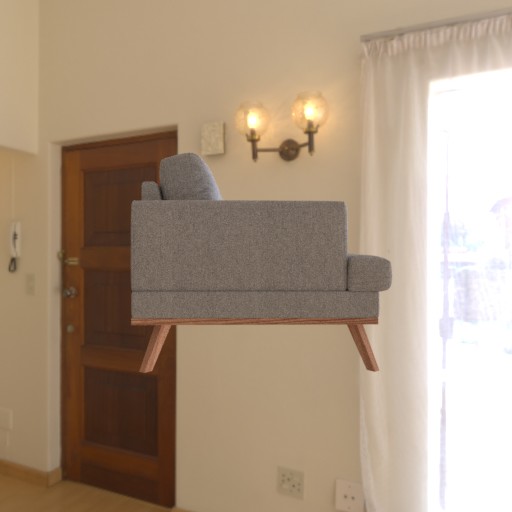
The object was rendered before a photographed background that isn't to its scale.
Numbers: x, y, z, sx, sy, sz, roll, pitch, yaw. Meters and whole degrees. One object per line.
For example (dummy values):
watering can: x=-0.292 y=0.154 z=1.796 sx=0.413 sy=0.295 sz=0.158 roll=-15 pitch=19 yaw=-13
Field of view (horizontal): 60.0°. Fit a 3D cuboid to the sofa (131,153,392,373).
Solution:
sofa: x=0.000 y=0.000 z=2.675 sx=0.920 sy=0.810 sz=2.310 roll=0 pitch=0 yaw=-1
